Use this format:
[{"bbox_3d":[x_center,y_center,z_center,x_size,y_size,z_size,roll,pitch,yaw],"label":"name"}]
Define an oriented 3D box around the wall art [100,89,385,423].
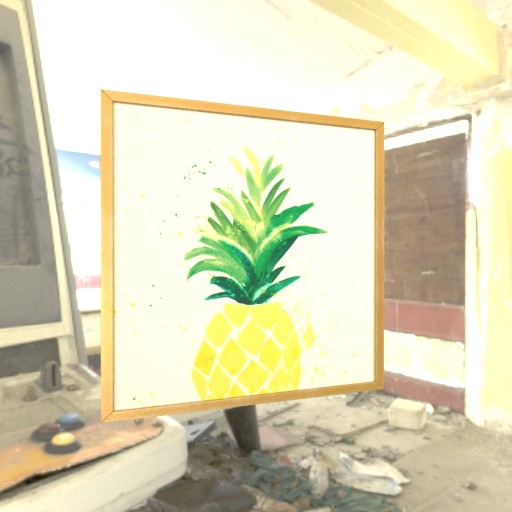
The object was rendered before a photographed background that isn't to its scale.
[{"bbox_3d":[0.000,0.000,1.151,0.762,0.760,0.037,0,0,-20],"label":"wall art"}]
